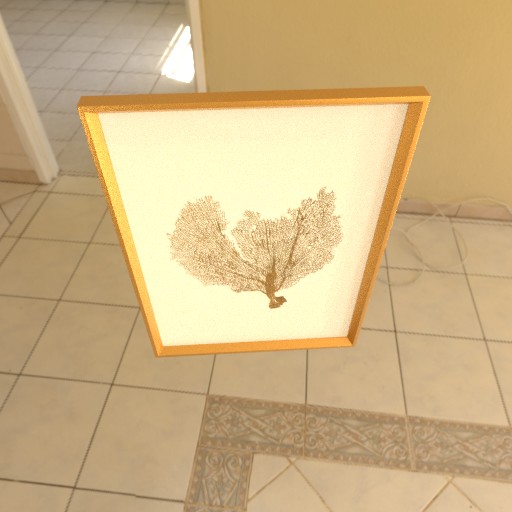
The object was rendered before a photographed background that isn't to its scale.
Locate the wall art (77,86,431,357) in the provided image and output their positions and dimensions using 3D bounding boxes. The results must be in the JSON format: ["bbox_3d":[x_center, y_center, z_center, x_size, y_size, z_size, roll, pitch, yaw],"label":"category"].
[{"bbox_3d":[0.000,0.000,1.068,0.610,0.812,0.038,-3,47,-2],"label":"wall art"}]
